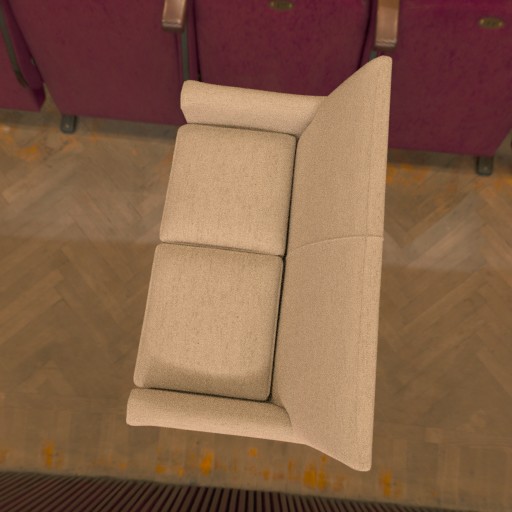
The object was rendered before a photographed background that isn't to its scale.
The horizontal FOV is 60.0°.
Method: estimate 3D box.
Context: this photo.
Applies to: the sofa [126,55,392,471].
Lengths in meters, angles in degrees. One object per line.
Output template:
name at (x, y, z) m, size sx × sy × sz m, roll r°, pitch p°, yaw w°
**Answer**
sofa at (0.000, 0.000, 1.963) m, size 0.891 × 0.892 × 1.482 m, roll 6°, pitch 77°, yaw 2°
